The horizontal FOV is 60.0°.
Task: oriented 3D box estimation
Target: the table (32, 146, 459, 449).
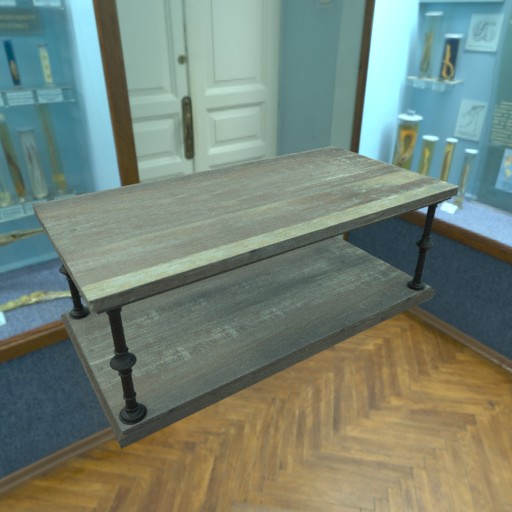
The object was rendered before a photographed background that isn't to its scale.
[{"bbox_3d":[0.000,0.000,1.358,1.088,0.399,0.554,-18,33,-29],"label":"table"}]
